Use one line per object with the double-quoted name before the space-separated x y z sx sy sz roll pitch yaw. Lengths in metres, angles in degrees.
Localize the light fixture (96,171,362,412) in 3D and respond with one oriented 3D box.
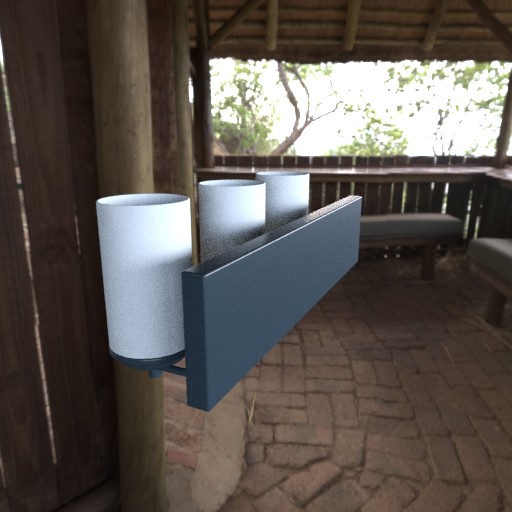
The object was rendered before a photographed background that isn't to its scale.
"light fixture" 0.000 0.000 0.534 0.145 0.172 0.451 7 17 25
